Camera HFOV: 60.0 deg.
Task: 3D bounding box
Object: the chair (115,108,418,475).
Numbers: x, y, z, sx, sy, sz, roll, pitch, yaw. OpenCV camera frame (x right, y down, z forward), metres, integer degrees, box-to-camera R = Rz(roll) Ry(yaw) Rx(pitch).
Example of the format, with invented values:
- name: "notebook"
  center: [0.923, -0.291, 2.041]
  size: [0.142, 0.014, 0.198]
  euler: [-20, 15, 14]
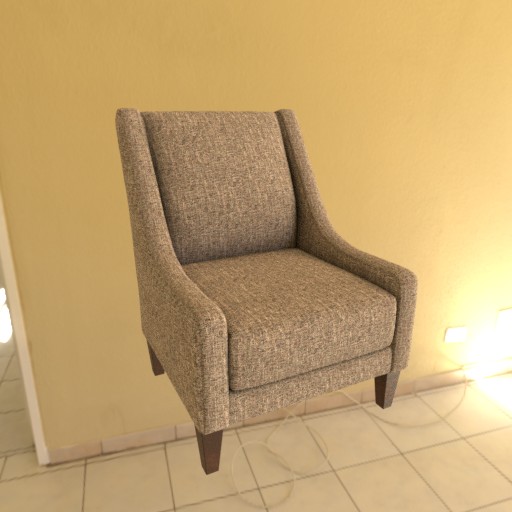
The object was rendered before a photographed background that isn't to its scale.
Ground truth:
- name: "chair"
  center: [0.000, 0.000, 1.593]
  size: [0.774, 1.014, 0.870]
  euler: [-9, 20, -26]
